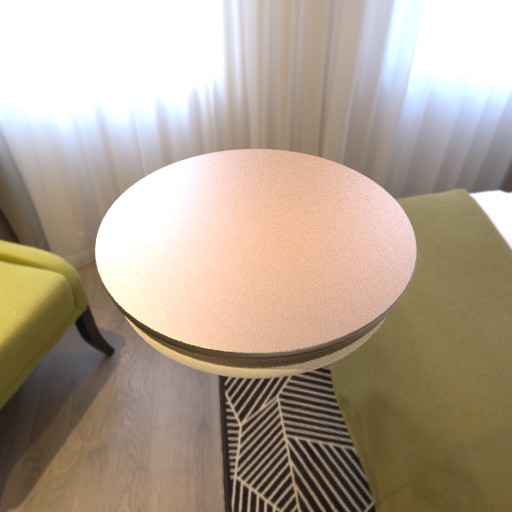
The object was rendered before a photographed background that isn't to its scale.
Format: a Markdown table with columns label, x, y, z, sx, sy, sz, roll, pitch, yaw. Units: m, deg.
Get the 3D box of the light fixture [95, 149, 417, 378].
| label | x | y | z | sx | sy | sz | roll | pitch | yaw |
| --- | --- | --- | --- | --- | --- | --- | --- | --- | --- |
| light fixture | 0.000 | 0.000 | 0.554 | 0.368 | 0.100 | 0.368 | 0 | 42 | 0 |
